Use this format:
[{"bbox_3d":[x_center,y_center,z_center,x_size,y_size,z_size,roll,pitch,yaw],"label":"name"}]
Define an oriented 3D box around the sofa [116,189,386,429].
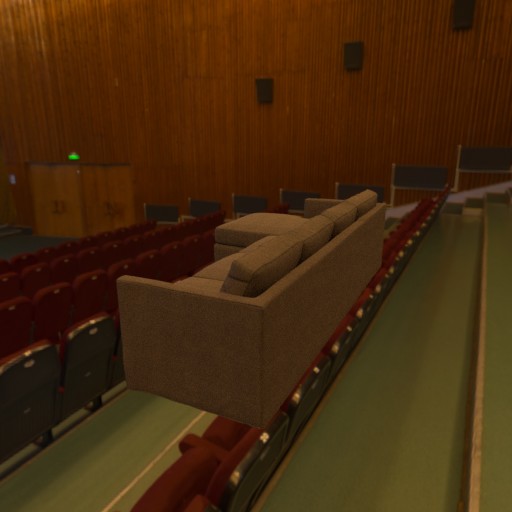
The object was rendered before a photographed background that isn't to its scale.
[{"bbox_3d":[0.000,0.000,3.899,1.650,0.922,3.205,8,18,25],"label":"sofa"}]
